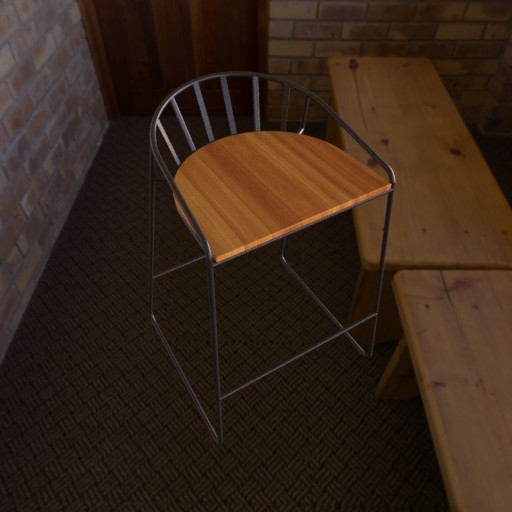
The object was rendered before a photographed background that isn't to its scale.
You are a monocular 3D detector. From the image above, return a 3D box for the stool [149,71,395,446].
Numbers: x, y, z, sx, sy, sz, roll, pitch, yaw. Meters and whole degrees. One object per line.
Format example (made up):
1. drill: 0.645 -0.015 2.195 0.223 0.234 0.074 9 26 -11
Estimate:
1. stool: 0.000 0.000 1.183 0.546 0.812 0.521 -23 51 -21
